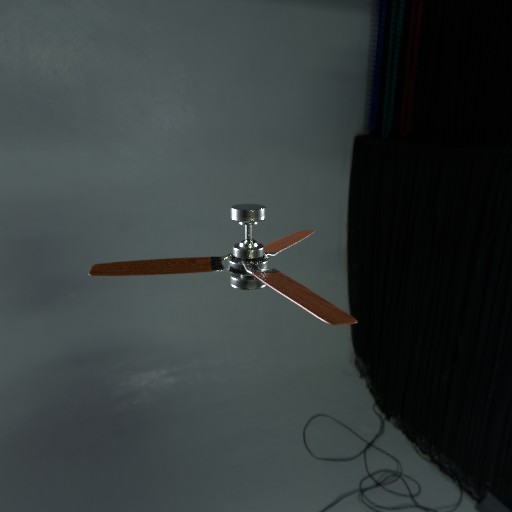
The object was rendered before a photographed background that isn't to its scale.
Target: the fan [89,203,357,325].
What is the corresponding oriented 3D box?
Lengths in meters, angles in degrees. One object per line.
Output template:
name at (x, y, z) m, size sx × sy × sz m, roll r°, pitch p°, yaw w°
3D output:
fan at (0.000, 0.000, 2.082) m, size 1.416 × 0.410 × 1.271 m, roll -9°, pitch 19°, yaw -26°
